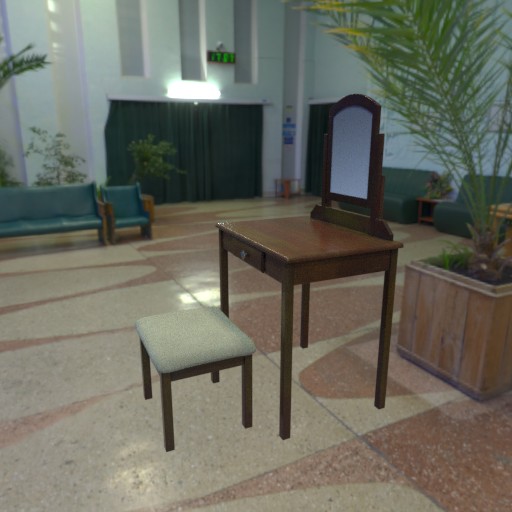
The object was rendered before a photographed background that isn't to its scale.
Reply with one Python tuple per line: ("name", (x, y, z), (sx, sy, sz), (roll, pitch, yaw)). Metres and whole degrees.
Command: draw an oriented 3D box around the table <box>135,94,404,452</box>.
("table", (0.000, 0.000, 2.304), (1.211, 1.631, 0.876), (-7, 17, -24))
